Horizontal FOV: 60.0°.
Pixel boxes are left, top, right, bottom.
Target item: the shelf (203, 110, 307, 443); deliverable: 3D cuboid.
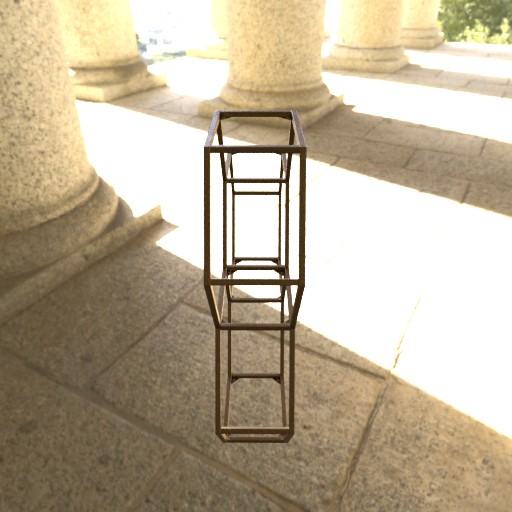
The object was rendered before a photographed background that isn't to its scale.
[{"bbox_3d":[0.000,0.000,1.046,0.150,0.701,0.708,0,33,0],"label":"shelf"}]
